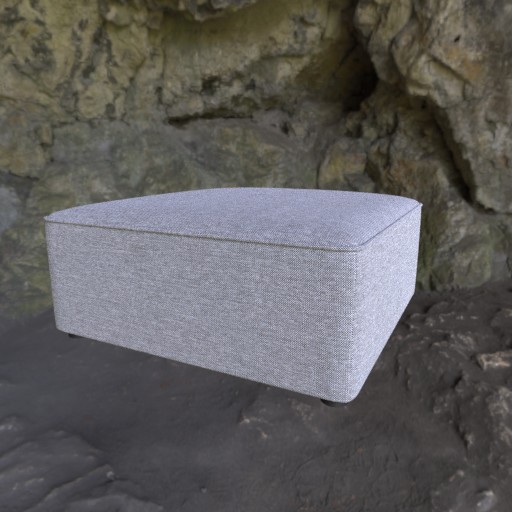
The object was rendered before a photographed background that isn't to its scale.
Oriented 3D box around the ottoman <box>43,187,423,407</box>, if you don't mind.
[{"bbox_3d":[0.000,0.000,1.611,1.005,0.455,1.005,7,15,27],"label":"ottoman"}]
